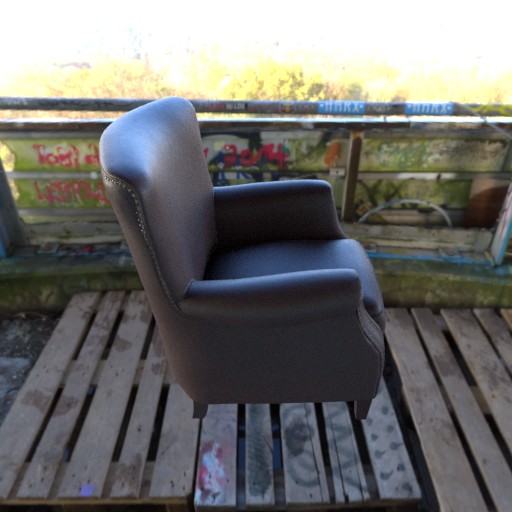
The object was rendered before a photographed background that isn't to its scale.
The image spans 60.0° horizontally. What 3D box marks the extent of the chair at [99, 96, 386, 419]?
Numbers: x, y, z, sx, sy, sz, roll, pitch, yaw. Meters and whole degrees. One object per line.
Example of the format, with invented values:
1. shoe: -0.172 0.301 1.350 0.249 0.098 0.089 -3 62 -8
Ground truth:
1. chair: 0.000 0.000 1.316 0.746 0.800 0.700 1 32 1
